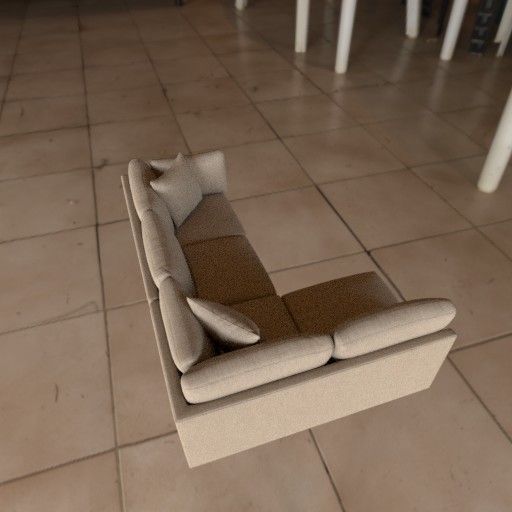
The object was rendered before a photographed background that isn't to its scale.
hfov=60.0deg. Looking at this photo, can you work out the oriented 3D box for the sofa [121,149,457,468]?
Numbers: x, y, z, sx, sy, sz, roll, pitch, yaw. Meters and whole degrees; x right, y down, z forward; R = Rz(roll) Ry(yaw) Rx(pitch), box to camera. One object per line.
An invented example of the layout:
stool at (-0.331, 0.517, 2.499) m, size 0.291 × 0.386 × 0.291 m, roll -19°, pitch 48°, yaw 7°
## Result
sofa at (0.000, 0.000, 3.971) m, size 1.994 × 0.978 × 2.896 m, roll -13°, pitch 43°, yaw -14°
